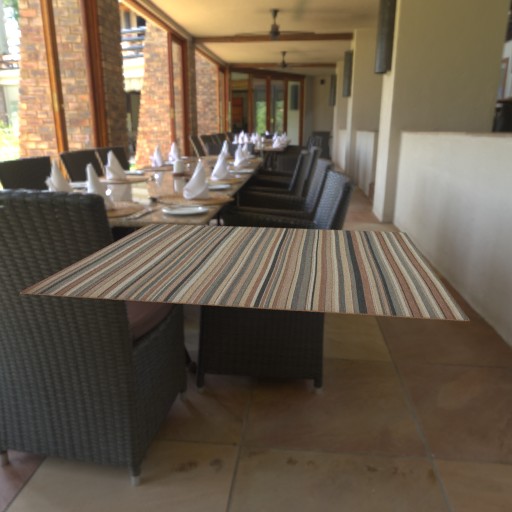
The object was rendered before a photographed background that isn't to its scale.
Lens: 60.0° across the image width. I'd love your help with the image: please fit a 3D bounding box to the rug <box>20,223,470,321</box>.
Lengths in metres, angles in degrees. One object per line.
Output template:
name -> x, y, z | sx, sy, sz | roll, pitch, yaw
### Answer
rug -> 0.000, 0.000, 4.090 | 3.045, 0.011, 2.436 | 2, 16, 9
